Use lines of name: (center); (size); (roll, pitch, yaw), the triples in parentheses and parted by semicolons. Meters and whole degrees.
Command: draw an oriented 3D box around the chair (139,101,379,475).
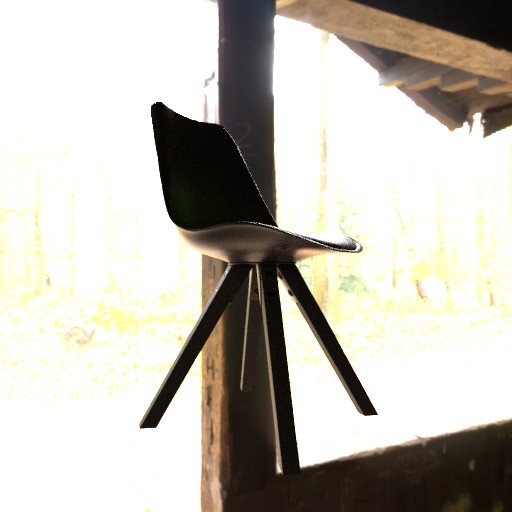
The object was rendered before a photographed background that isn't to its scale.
chair: (0.000, 0.000, 1.159); (0.530, 0.850, 0.485); (-1, -2, 36)
